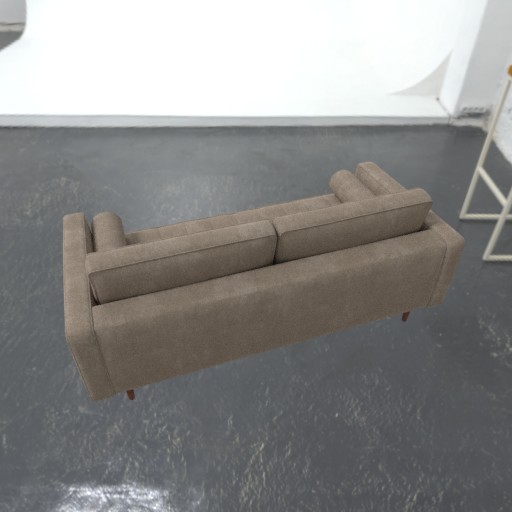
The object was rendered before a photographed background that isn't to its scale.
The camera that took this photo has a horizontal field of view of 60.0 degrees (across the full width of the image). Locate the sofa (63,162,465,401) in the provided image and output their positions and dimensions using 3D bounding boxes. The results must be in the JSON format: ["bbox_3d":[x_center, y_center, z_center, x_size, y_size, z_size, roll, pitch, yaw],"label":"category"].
[{"bbox_3d":[0.000,0.000,2.349,1.883,0.769,0.920,-12,41,-15],"label":"sofa"}]
